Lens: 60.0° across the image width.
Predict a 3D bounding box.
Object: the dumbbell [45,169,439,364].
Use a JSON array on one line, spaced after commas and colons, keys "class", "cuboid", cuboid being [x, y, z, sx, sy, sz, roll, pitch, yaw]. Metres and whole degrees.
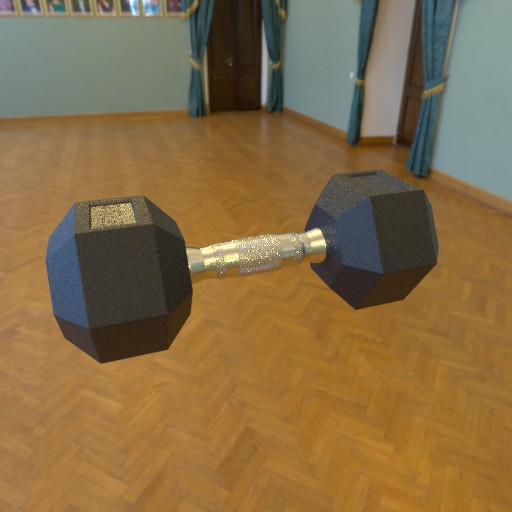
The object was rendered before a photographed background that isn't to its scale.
[{"class": "dumbbell", "cuboid": [0.000, 0.000, 0.426, 0.356, 0.123, 0.141, -9, 29, -17]}]
